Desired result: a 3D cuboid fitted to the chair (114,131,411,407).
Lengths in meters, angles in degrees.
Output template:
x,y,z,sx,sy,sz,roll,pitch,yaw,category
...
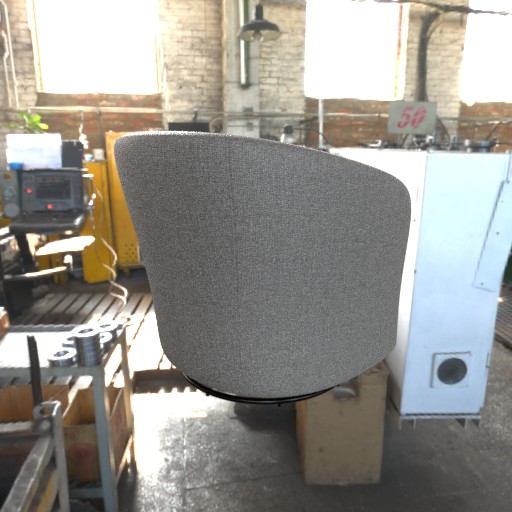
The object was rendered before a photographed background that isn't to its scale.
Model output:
x,y,z,sx,sy,sz,roll,pitch,yaw,category
0.000,0.000,1.449,0.791,0.771,0.815,13,19,43,chair
